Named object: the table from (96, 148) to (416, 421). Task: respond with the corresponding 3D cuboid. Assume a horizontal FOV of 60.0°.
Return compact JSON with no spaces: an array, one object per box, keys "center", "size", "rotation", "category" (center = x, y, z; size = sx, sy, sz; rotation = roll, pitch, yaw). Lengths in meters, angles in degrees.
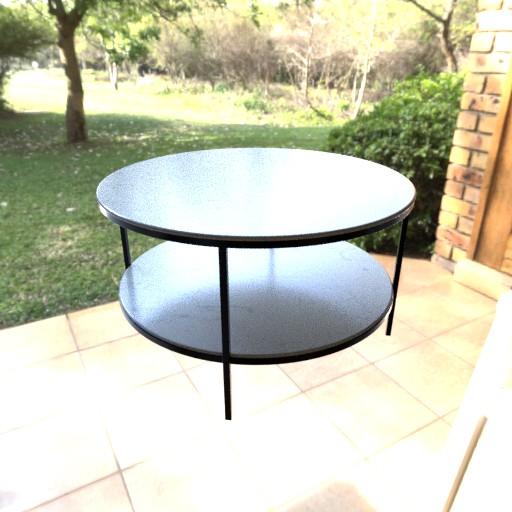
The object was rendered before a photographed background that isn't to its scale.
[{"center":[0.000,0.000,1.258],"size":[0.800,0.450,0.800],"rotation":[0,25,0],"category":"table"}]
